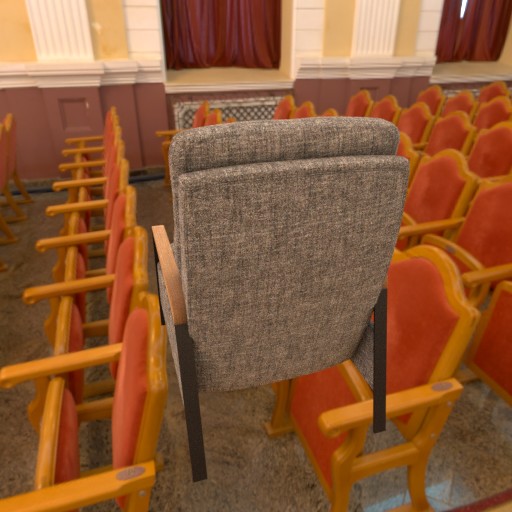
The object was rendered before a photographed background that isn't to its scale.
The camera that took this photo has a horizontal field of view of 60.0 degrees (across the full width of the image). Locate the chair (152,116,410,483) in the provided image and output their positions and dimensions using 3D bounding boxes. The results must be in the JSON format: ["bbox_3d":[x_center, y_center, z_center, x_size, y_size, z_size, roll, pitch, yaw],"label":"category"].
[{"bbox_3d":[0.000,0.000,1.584,0.671,1.042,0.868,-8,28,-15],"label":"chair"}]
